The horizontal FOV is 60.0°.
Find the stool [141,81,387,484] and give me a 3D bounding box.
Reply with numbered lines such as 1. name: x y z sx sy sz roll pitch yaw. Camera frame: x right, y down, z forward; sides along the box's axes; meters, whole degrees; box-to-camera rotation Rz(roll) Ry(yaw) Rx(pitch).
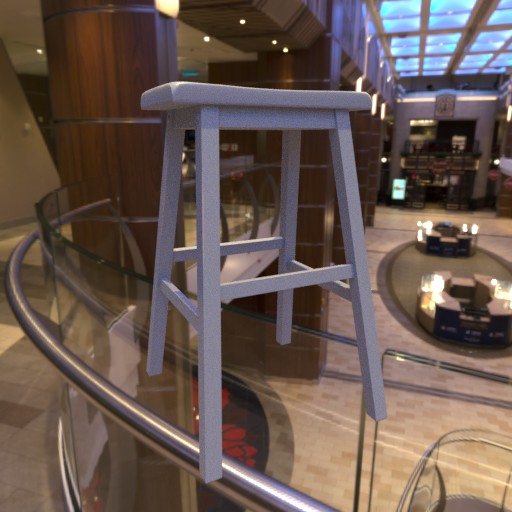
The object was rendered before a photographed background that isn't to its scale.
1. stool: 0.000 0.000 1.058 0.457 0.737 0.476 -8 17 -26
